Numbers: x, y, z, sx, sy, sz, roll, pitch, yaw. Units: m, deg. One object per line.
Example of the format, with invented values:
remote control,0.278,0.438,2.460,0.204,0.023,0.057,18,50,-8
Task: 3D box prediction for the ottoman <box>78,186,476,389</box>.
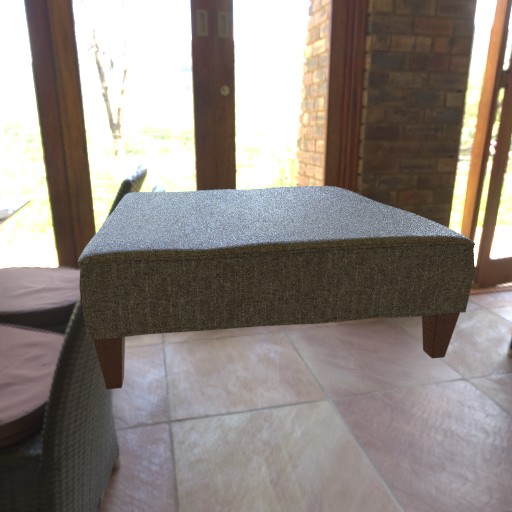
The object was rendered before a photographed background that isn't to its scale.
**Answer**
ottoman,0.000,0.000,1.545,0.981,0.379,1.016,-3,16,-10
